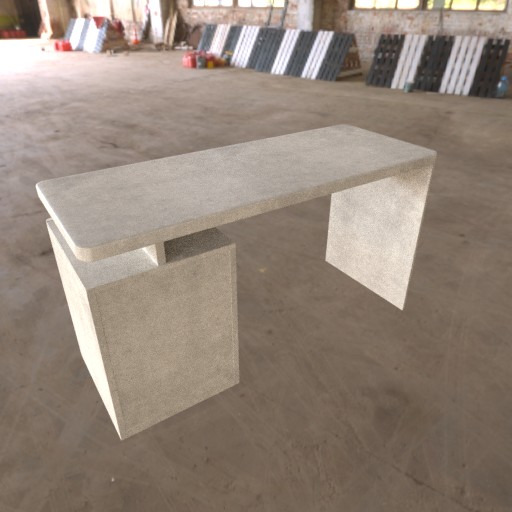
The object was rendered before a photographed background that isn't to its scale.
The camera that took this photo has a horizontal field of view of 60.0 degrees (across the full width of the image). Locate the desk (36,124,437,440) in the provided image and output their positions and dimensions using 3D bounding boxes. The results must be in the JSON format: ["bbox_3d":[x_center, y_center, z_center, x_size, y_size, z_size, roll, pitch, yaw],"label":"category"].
[{"bbox_3d":[0.000,0.000,1.793,1.400,0.755,0.550,-19,35,-28],"label":"desk"}]
